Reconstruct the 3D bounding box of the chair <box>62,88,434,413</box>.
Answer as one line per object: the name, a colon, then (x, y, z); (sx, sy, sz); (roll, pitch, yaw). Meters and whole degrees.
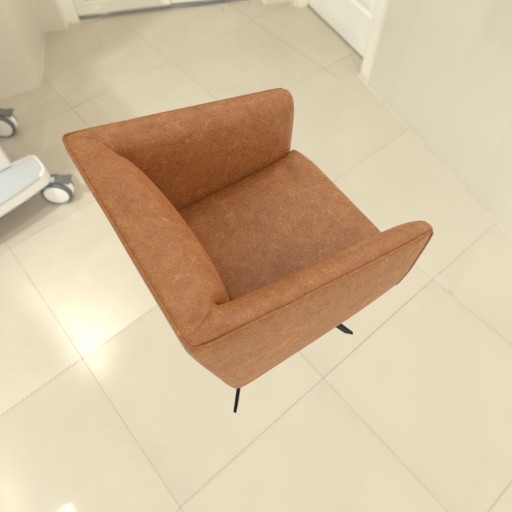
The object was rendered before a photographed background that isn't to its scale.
chair: (0.000, 0.000, 1.220); (0.625, 0.760, 0.588); (-29, 63, -17)
